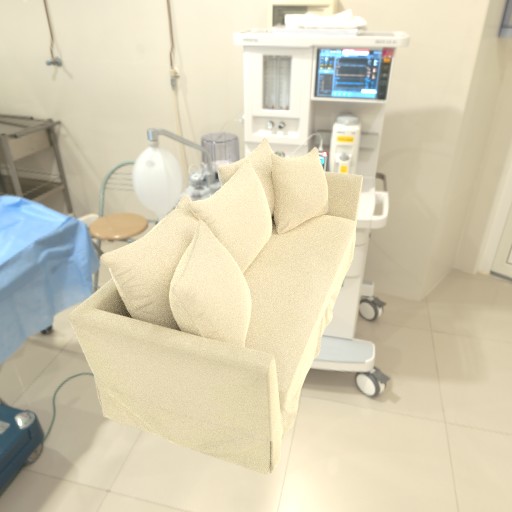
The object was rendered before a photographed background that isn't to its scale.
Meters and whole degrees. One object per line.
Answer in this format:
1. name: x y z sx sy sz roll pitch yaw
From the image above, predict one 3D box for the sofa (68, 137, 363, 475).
1. sofa: 0.000 0.000 2.881 1.031 1.034 2.290 11 32 18
